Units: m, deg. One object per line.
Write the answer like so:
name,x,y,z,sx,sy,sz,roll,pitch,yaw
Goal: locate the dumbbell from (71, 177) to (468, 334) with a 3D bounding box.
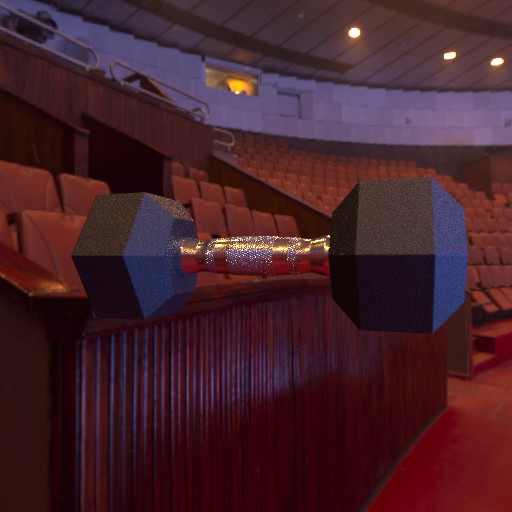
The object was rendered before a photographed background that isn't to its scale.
dumbbell,0.000,0.000,0.322,0.272,0.092,0.106,0,0,18
